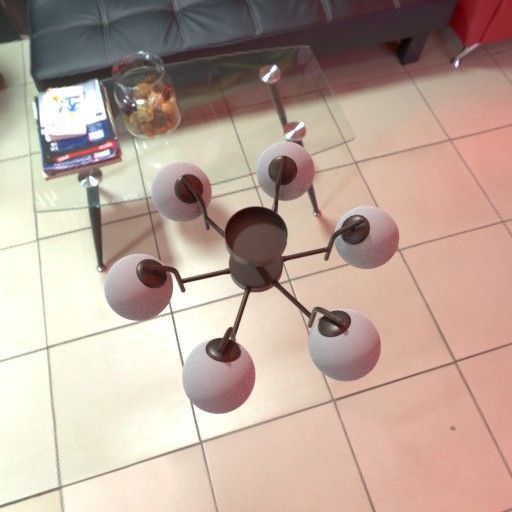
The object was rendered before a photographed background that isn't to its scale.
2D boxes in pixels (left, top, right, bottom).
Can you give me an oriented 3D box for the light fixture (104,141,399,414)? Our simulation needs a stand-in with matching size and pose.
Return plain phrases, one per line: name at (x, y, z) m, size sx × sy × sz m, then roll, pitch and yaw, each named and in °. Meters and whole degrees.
light fixture at (0.000, 0.000, 0.960) m, size 0.662 × 0.201 × 0.662 m, roll 0°, pitch 63°, yaw 0°
